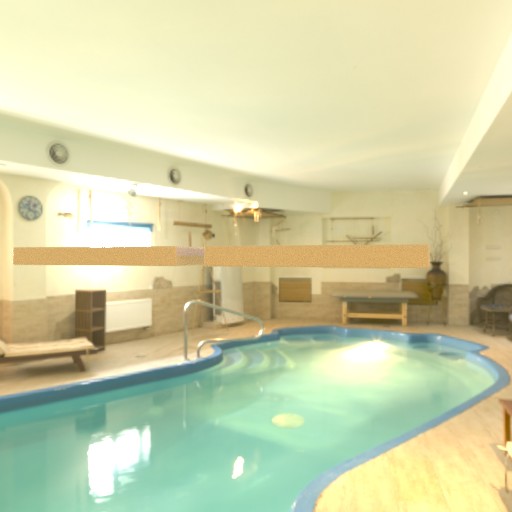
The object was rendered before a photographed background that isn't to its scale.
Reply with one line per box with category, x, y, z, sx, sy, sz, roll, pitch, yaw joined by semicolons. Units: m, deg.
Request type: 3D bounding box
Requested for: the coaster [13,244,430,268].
coaster;0.000;0.000;0.318;0.219;0.010;0.214;0;0;17
